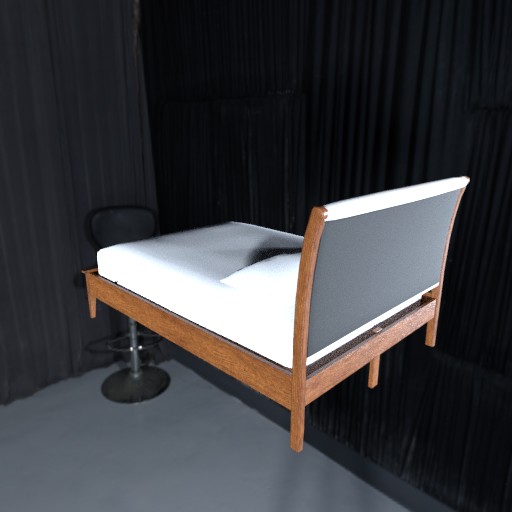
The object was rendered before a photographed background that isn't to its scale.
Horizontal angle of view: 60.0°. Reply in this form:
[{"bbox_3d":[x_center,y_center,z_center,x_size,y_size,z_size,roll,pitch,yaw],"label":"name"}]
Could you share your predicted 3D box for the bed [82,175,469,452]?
[{"bbox_3d":[0.000,0.000,3.274,2.380,1.250,1.612,16,23,43],"label":"bed"}]
